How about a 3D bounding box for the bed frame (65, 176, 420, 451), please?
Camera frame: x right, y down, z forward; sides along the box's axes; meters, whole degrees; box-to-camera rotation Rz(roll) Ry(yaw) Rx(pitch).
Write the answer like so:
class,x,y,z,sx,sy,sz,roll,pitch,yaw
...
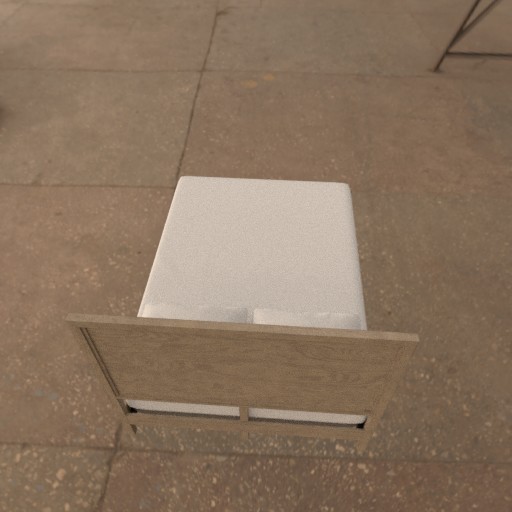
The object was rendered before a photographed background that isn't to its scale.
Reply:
class,x,y,z,sx,sy,sz,roll,pitch,yaw
bed frame,0.000,0.000,3.243,1.606,1.369,2.189,3,47,3
